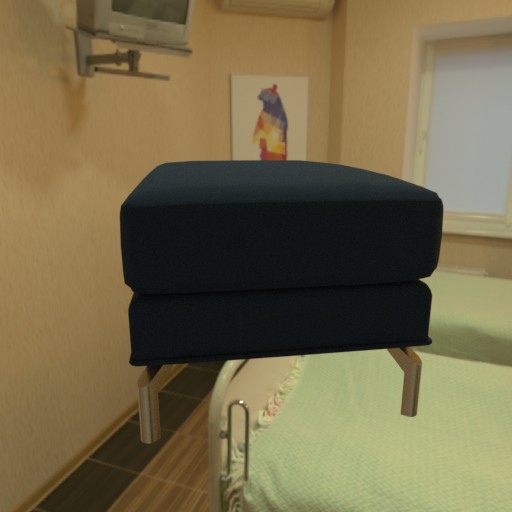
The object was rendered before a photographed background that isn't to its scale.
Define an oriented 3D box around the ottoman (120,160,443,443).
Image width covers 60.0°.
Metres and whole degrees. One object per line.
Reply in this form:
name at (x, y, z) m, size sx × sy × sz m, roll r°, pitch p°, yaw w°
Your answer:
ottoman at (0.000, 0.000, 1.194) m, size 0.587 × 0.498 × 0.835 m, roll -2°, pitch 14°, yaw -9°
